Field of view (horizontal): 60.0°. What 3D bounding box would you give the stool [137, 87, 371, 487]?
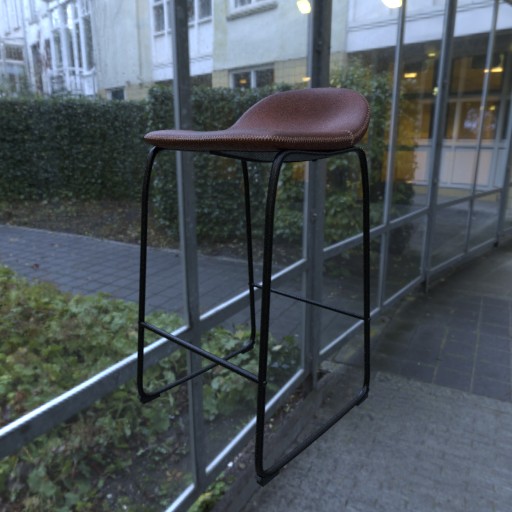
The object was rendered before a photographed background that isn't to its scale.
[{"bbox_3d":[0.000,0.000,1.125,0.454,0.830,0.473,14,21,40],"label":"stool"}]
